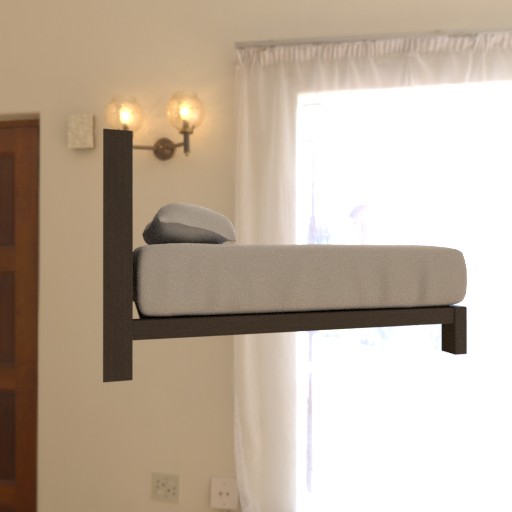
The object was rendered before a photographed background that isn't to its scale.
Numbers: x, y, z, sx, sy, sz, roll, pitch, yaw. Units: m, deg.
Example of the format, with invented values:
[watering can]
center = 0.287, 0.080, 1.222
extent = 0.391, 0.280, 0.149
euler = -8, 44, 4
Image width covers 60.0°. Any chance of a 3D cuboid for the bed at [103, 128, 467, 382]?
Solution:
[bed]
center = 0.000, 0.000, 3.544
extent = 2.238, 1.261, 2.143
euler = 0, 0, -17
